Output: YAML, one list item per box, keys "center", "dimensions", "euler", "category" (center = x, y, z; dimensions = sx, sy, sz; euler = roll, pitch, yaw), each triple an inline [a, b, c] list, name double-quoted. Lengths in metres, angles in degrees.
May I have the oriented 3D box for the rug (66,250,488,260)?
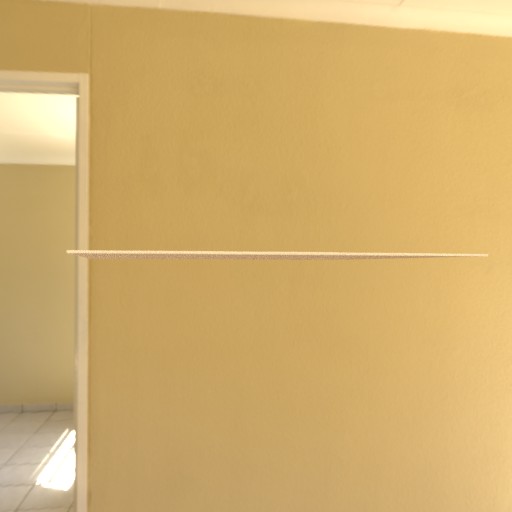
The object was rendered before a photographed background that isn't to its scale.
- center: [0.000, 0.000, 3.958]
  dimensions: [2.921, 0.032, 2.311]
  euler: [0, -1, -18]
  category: "rug"
